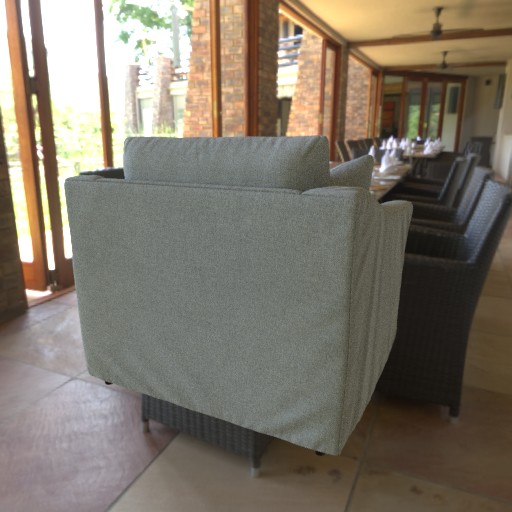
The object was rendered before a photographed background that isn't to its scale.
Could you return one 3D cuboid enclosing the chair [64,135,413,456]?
[{"bbox_3d":[0.000,0.000,2.010,1.194,1.059,1.071,8,17,26],"label":"chair"}]
